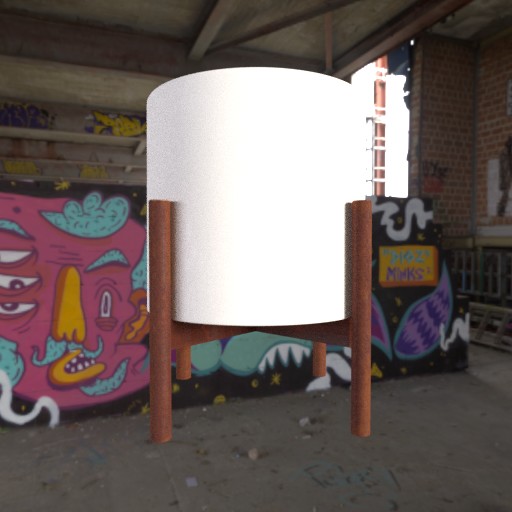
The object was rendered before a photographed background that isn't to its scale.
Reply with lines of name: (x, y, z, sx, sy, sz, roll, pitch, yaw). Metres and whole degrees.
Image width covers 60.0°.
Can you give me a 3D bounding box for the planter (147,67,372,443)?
planter: (0.000, 0.000, 0.880, 0.420, 0.581, 0.421, 0, 2, -1)
